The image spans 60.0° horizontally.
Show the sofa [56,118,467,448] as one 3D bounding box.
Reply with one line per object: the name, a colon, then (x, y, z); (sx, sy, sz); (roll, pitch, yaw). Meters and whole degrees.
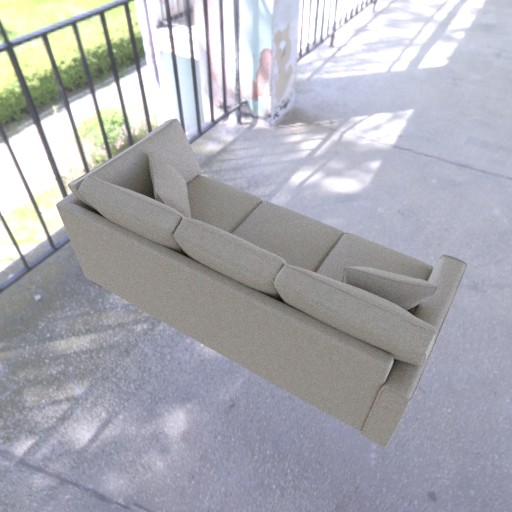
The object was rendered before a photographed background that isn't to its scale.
sofa: (0.000, 0.000, 2.827); (2.317, 0.962, 1.061); (24, 51, 21)
